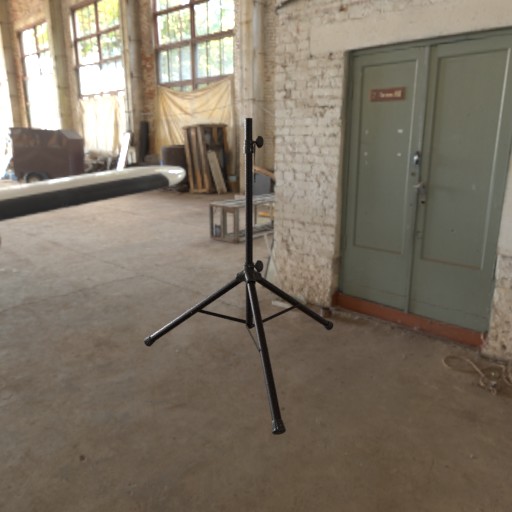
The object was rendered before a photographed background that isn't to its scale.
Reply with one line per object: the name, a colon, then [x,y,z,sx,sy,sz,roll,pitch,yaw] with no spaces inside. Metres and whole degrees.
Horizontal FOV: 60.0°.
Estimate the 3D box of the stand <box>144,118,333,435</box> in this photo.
stand: [0.000,0.000,1.889,1.045,1.136,0.907,-3,15,-10]
